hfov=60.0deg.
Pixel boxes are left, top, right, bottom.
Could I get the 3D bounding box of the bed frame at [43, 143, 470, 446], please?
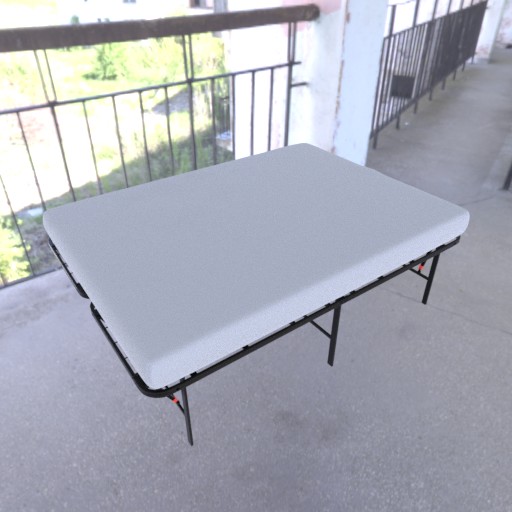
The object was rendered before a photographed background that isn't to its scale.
[{"bbox_3d":[0.000,0.000,2.523,1.905,0.637,1.372,-22,39,-29],"label":"bed frame"}]
